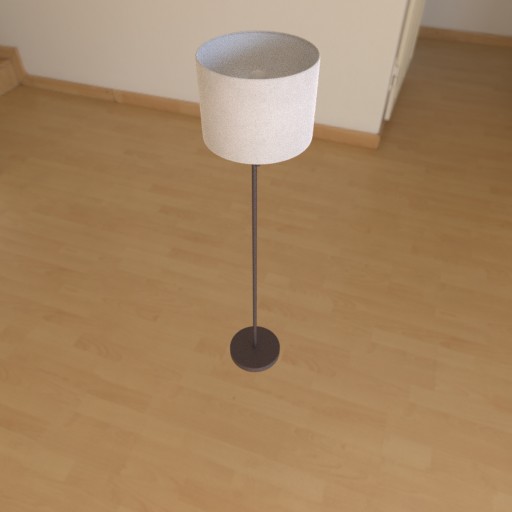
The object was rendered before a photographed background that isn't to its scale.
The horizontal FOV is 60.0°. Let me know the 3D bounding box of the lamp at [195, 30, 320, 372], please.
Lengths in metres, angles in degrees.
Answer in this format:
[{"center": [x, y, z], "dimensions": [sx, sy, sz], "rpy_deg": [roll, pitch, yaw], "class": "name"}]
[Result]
[{"center": [0.000, 0.000, 1.751], "dimensions": [0.324, 1.600, 0.416], "rpy_deg": [-4, 46, -4], "class": "lamp"}]
